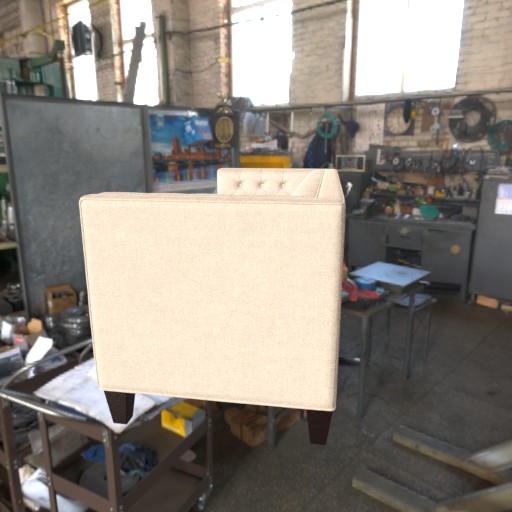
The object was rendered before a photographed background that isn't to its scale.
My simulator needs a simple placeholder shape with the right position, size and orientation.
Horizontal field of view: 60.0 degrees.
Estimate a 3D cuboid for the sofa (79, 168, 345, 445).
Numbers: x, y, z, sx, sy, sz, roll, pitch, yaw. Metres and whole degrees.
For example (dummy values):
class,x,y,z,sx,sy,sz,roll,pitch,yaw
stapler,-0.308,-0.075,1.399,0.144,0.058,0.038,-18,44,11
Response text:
class,x,y,z,sx,sy,sz,roll,pitch,yaw
sofa,0.000,0.000,2.168,0.775,0.762,1.778,2,14,9
